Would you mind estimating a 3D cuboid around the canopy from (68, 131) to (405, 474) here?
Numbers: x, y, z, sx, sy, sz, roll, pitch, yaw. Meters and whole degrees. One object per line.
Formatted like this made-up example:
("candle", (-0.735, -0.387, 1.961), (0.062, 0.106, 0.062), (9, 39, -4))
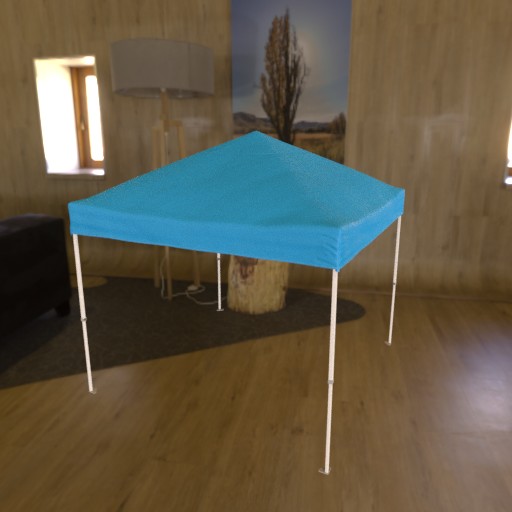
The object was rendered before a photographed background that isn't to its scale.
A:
("canopy", (0.000, 0.000, 5.512), (2.996, 2.997, 2.998), (8, 17, 26))
